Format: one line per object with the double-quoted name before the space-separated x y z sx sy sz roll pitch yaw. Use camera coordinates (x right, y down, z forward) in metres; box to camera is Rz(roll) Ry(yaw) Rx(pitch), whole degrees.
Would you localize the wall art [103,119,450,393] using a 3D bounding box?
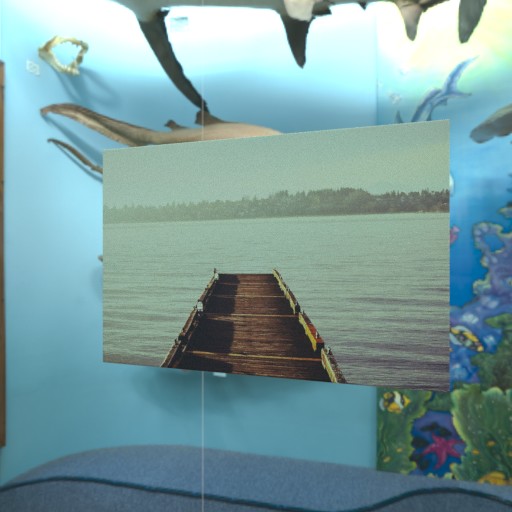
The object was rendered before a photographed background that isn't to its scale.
"wall art" 0.000 0.000 1.433 1.149 0.765 0.040 0 0 18
